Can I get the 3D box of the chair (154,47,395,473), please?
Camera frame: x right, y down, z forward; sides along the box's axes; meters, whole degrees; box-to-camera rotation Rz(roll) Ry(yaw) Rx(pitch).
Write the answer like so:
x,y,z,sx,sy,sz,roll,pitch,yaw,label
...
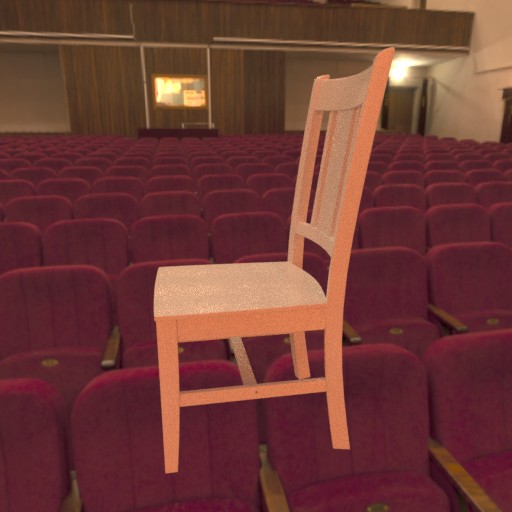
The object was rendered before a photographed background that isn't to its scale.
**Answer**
x,y,z,sx,sy,sz,roll,pitch,yaw,label
0.000,0.000,1.224,0.555,0.998,0.450,-3,15,-10,chair
